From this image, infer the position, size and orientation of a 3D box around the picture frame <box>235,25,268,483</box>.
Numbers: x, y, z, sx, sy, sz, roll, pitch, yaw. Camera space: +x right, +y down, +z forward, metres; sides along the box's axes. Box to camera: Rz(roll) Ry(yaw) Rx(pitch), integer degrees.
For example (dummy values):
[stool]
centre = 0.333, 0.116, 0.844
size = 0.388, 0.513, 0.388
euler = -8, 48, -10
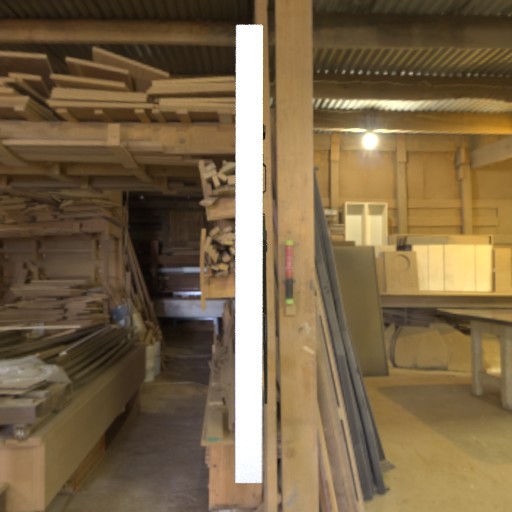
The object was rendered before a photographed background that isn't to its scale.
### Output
[picture frame]
centre = 0.000, 0.000, 0.527
size = 0.036, 0.386, 0.307
euler = 0, -2, 0
